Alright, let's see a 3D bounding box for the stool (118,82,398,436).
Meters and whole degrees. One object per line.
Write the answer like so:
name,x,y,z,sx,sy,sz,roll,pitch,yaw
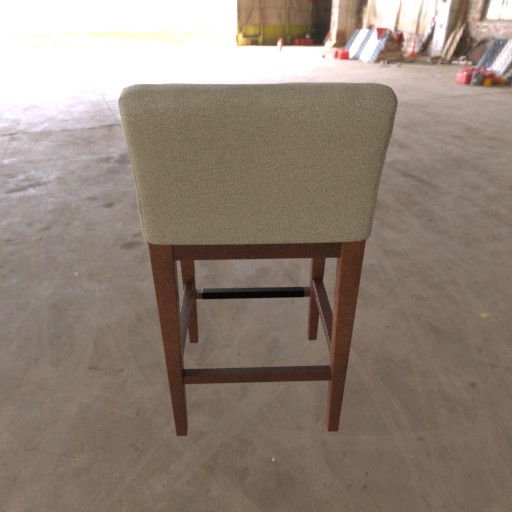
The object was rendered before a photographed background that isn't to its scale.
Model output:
stool,0.000,0.000,1.205,0.511,0.937,0.500,-1,29,-2
